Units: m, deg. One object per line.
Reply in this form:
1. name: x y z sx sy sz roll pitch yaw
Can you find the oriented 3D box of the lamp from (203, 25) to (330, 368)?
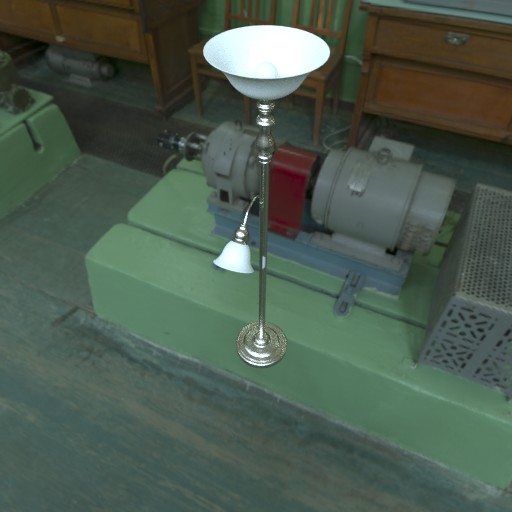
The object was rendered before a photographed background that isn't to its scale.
1. lamp: 0.000 0.000 2.025 0.405 1.785 0.575 18 50 16
